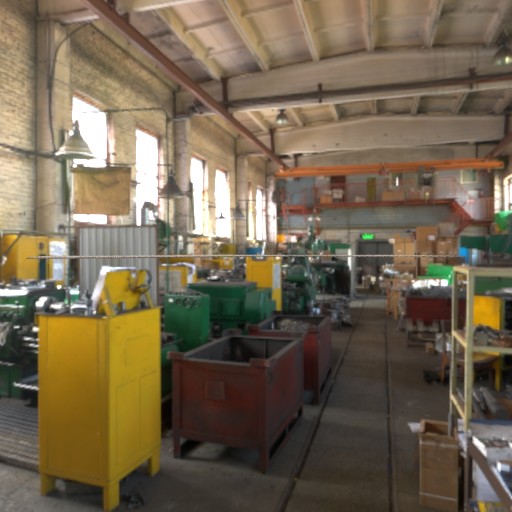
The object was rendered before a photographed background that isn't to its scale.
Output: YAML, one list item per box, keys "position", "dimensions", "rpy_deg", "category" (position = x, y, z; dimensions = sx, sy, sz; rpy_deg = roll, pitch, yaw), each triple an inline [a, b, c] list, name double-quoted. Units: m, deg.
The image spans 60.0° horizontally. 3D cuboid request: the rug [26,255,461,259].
- position: [0.000, 0.000, 2.592]
  dimensions: [2.335, 0.013, 0.697]
  rpy_deg: [0, 1, -17]
  category: "rug"
